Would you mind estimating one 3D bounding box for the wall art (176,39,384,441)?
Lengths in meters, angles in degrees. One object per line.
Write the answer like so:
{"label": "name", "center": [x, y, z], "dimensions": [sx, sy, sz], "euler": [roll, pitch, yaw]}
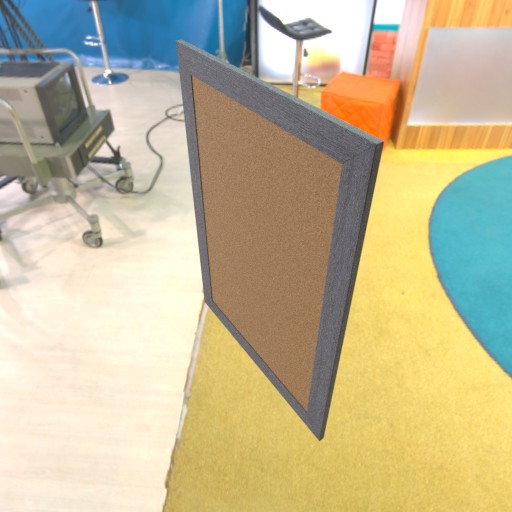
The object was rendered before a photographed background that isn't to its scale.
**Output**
{"label": "wall art", "center": [0.000, 0.000, 1.366], "dimensions": [0.020, 1.070, 0.768], "euler": [-24, 46, -25]}
